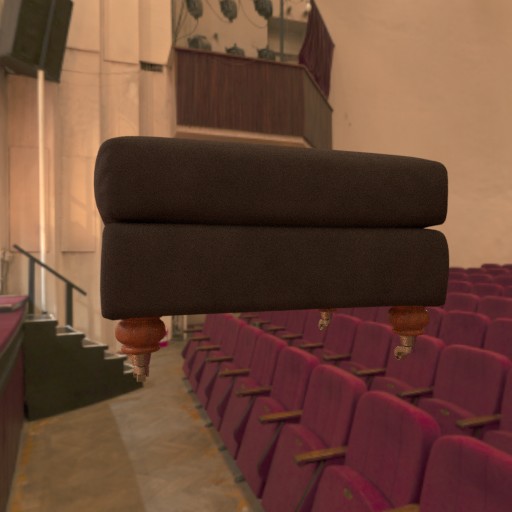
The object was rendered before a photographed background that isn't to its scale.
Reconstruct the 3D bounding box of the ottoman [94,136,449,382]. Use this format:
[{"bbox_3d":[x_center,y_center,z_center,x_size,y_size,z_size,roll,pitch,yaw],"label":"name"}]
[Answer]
[{"bbox_3d":[0.000,0.000,1.145,0.773,0.497,0.574,0,1,-17],"label":"ottoman"}]
